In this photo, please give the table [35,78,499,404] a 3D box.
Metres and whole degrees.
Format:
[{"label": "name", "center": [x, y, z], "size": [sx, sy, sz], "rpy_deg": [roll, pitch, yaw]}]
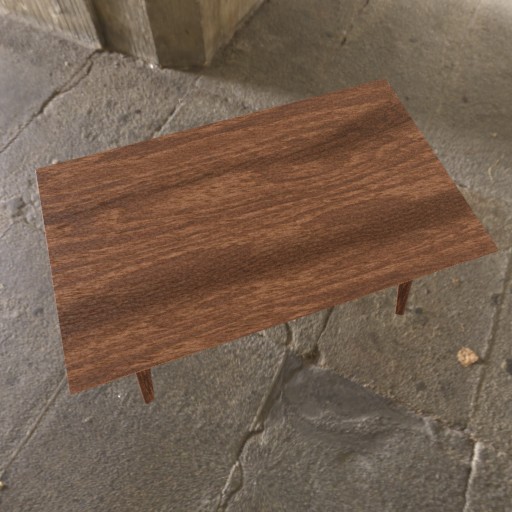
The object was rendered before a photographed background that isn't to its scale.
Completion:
[{"label": "table", "center": [0.000, 0.000, 1.796], "size": [1.349, 0.724, 0.801], "rpy_deg": [-17, 65, -8]}]
